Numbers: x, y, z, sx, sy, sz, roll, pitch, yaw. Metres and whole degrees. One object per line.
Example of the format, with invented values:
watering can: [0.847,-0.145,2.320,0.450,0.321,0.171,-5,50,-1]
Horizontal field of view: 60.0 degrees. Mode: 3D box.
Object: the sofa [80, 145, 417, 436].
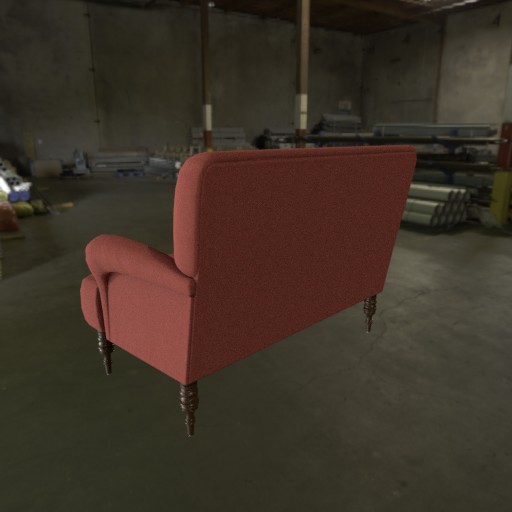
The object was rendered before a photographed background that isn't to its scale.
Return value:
sofa: [0.000,0.000,1.838,0.779,0.889,1.297,15,21,43]
